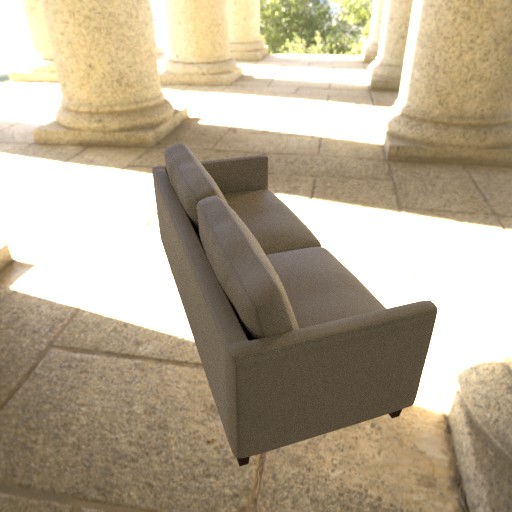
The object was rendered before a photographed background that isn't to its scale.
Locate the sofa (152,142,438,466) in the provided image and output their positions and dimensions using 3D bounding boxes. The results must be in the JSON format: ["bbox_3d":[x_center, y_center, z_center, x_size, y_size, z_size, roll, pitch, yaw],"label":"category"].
[{"bbox_3d":[0.000,0.000,2.736,0.948,0.932,2.181,-10,32,-16],"label":"sofa"}]
